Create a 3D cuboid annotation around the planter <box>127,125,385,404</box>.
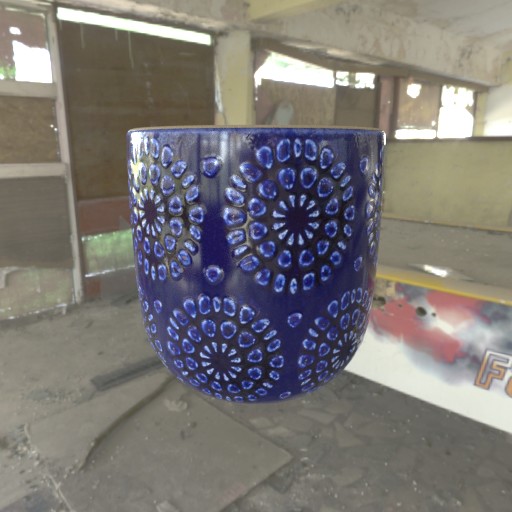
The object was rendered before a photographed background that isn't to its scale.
[{"bbox_3d":[0.000,0.000,0.205,0.109,0.112,0.109,0,14,0],"label":"planter"}]
